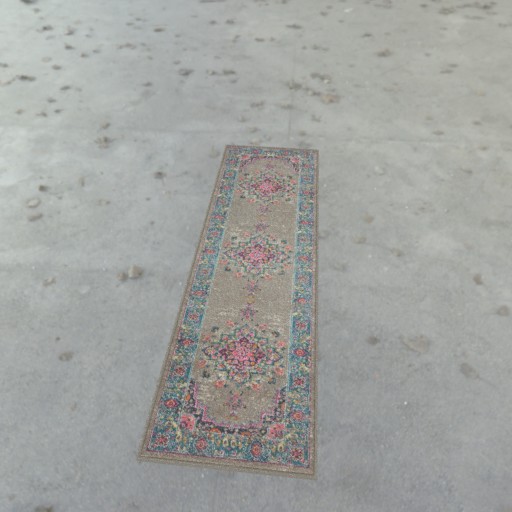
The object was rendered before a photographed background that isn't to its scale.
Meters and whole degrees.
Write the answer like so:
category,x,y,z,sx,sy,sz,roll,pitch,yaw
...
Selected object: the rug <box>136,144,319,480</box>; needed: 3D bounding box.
category,x,y,z,sx,sy,sz,roll,pitch,yaw
rug,0.000,0.000,1.971,0.553,0.012,1.827,4,45,4
